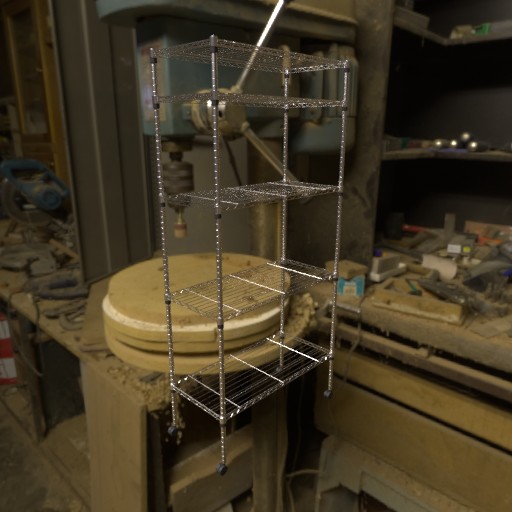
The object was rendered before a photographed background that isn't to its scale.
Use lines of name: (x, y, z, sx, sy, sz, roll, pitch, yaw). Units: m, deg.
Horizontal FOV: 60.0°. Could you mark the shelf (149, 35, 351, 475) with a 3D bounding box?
shelf: (0.000, 0.000, 1.902, 0.356, 1.587, 0.762, 15, 22, 42)
